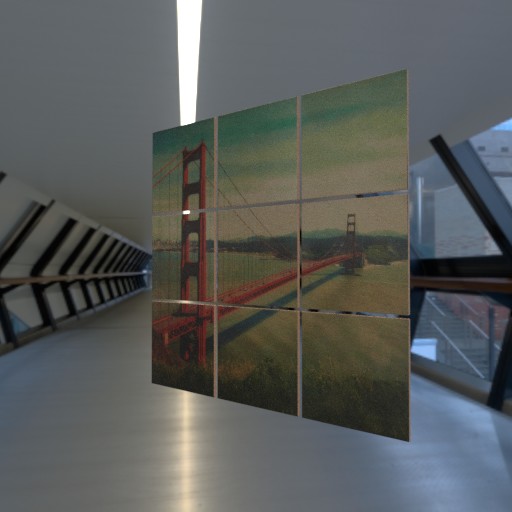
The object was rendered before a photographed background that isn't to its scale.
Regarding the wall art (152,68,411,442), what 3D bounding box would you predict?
[{"bbox_3d":[0.000,0.000,1.349,0.917,0.910,0.012,-1,-1,35],"label":"wall art"}]
